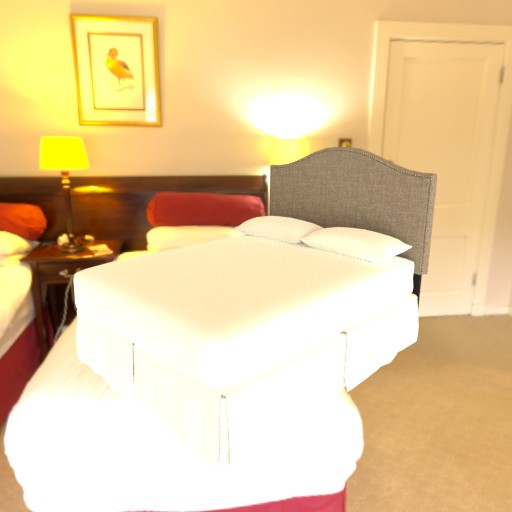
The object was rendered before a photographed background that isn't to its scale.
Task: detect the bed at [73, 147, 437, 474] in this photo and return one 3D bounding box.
[{"bbox_3d":[0.000,0.000,3.229,1.713,1.518,2.153,14,21,43],"label":"bed"}]
